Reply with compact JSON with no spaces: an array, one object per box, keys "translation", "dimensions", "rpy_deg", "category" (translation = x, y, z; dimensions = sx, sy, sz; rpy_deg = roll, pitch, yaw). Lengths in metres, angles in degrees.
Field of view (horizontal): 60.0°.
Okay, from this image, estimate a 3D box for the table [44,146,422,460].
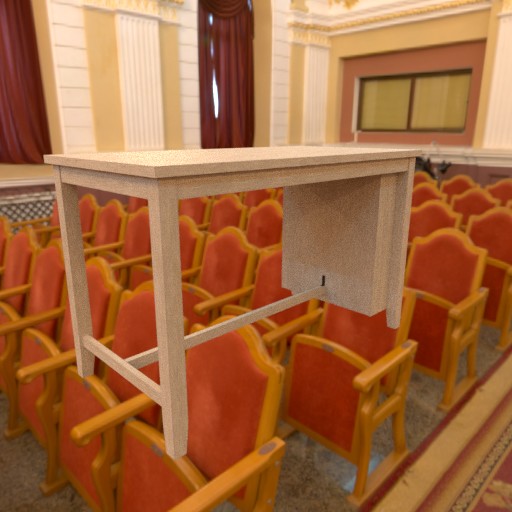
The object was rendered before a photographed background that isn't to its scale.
[{"translation":[0.000,0.000,1.911],"dimensions":[1.397,0.874,0.729],"rpy_deg":[-15,22,-42],"category":"table"}]
